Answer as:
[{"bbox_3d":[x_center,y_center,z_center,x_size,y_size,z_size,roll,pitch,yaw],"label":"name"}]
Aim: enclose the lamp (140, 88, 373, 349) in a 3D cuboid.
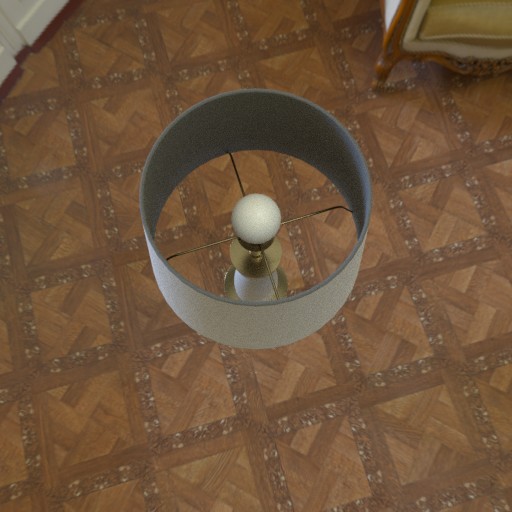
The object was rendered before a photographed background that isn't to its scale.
[{"bbox_3d":[0.000,0.000,0.728,0.309,0.545,0.309,0,75,0],"label":"lamp"}]
